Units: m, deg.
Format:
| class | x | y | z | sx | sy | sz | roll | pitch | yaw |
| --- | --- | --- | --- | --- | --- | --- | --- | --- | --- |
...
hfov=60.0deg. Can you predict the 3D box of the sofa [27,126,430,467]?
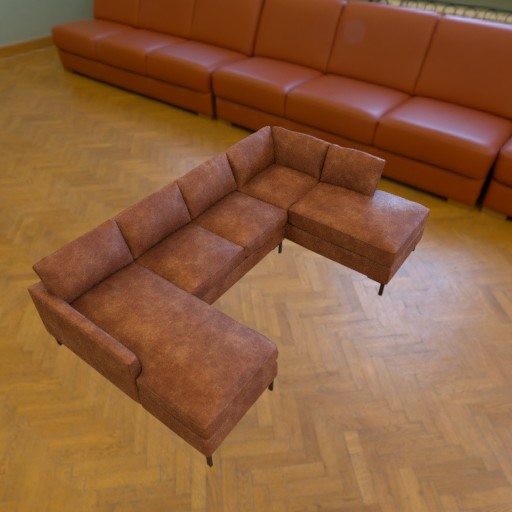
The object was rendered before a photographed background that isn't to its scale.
| class | x | y | z | sx | sy | sz | roll | pitch | yaw |
| --- | --- | --- | --- | --- | --- | --- | --- | --- | --- |
| sofa | 0.000 | 0.000 | 3.762 | 1.939 | 0.900 | 2.956 | 26 | 47 | 27 |
